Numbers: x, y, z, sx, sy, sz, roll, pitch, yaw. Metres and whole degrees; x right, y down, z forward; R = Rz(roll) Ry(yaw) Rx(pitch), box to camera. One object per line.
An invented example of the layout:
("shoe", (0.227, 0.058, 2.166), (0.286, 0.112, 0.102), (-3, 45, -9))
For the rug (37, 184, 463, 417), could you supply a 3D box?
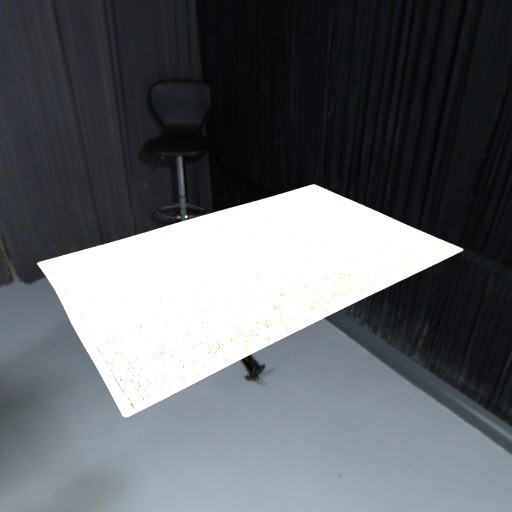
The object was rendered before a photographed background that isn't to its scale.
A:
("rug", (0.000, 0.000, 2.974), (2.435, 0.012, 1.529), (-20, 36, -30))
